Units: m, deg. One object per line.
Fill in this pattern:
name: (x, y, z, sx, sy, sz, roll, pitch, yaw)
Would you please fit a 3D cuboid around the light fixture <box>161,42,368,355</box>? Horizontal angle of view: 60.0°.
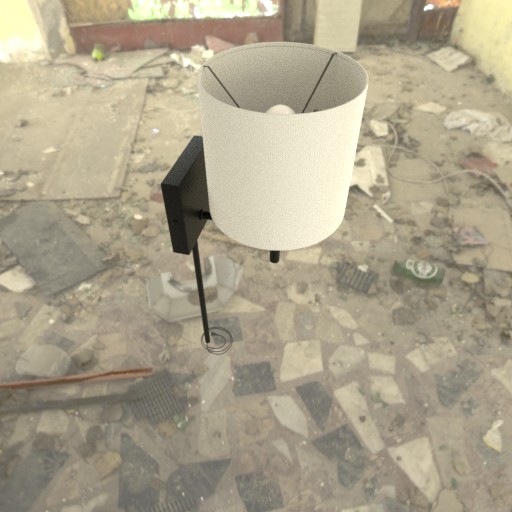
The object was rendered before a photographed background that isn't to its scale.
light fixture: (0.000, 0.000, 0.705, 0.248, 0.589, 0.188, 11, 46, 10)
